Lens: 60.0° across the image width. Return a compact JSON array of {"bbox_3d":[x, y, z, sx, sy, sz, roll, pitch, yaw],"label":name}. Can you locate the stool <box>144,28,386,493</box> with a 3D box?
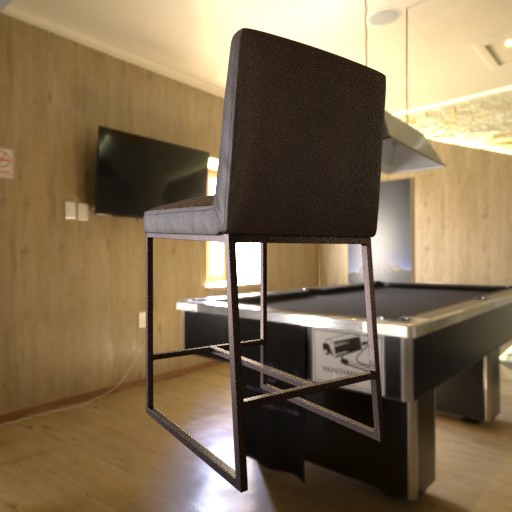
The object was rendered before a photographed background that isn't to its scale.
[{"bbox_3d":[0.000,0.000,1.230,0.463,0.946,0.562,0,1,-34],"label":"stool"}]
